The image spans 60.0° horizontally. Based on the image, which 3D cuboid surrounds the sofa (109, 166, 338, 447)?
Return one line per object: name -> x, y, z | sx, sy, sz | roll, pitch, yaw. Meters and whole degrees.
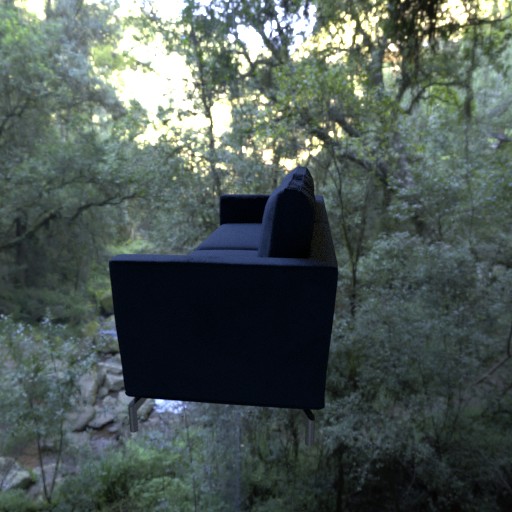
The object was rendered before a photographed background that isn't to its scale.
sofa -> 0.000, 0.000, 2.701 | 0.853, 0.998, 2.212 | 2, 14, 7
